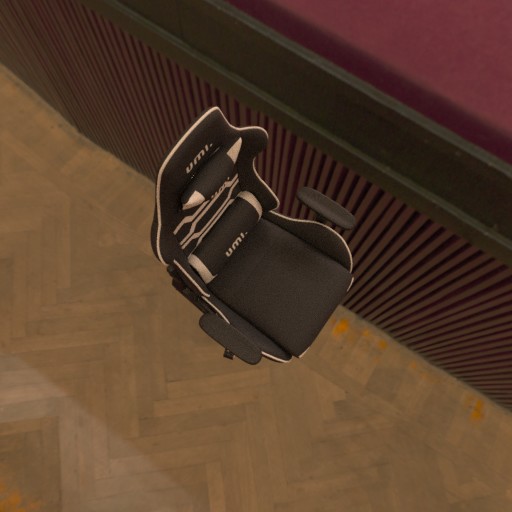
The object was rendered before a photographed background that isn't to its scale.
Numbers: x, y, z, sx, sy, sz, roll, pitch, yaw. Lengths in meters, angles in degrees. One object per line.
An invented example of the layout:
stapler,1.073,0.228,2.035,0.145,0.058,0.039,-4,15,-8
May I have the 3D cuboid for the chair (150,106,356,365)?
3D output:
chair,0.000,0.000,1.620,0.700,1.240,0.700,35,76,10
